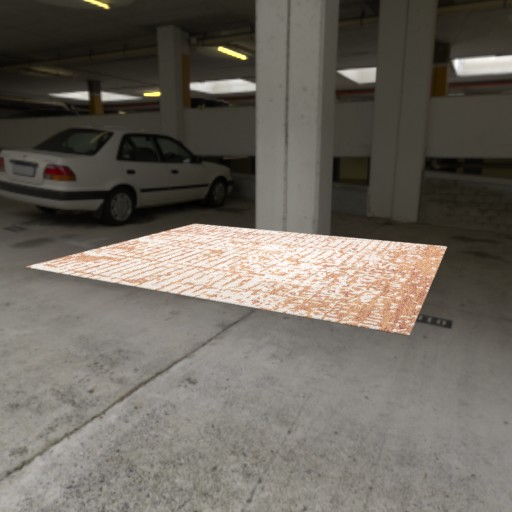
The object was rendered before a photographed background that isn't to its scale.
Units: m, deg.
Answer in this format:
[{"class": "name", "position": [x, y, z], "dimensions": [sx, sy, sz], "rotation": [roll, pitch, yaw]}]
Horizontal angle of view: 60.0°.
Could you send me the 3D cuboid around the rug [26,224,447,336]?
[{"class": "rug", "position": [0.000, 0.000, 4.054], "dimensions": [3.050, 0.011, 2.441], "rotation": [7, 15, 26]}]
